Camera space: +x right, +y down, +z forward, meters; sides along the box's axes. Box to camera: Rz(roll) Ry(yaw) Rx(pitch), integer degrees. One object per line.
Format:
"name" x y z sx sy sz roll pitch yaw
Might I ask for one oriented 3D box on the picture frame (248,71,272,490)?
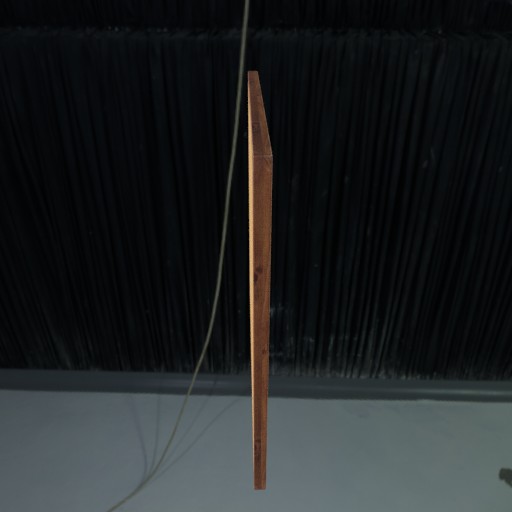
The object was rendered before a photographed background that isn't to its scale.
"picture frame" 0.000 0.000 1.196 0.029 0.817 0.810 -1 31 -1
